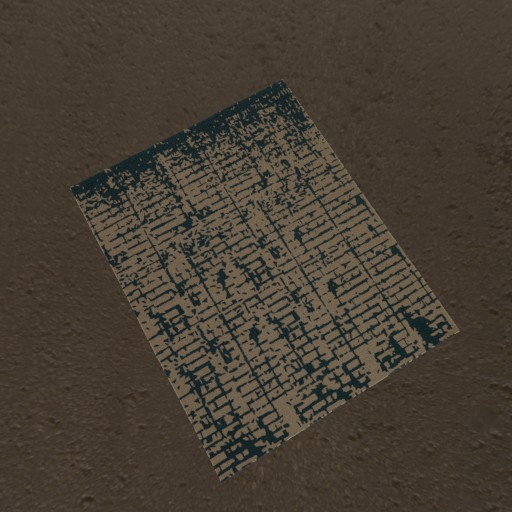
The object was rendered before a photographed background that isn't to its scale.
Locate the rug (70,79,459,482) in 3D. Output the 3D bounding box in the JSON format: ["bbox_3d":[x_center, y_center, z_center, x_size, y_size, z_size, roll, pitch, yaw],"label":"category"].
[{"bbox_3d":[0.000,0.000,4.112,2.416,0.014,3.017,-30,77,-8],"label":"rug"}]
